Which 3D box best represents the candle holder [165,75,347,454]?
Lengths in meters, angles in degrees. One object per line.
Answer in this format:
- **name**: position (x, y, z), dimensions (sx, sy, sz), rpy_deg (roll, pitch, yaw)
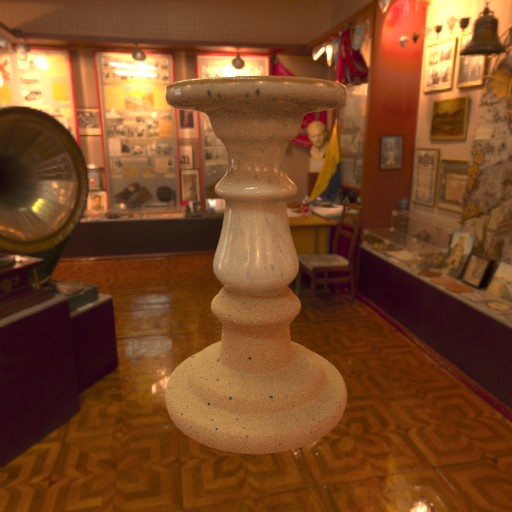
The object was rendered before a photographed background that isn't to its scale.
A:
- **candle holder**: position (0.000, 0.000, 0.282), dimensions (0.123, 0.202, 0.123), rpy_deg (0, 15, 0)
